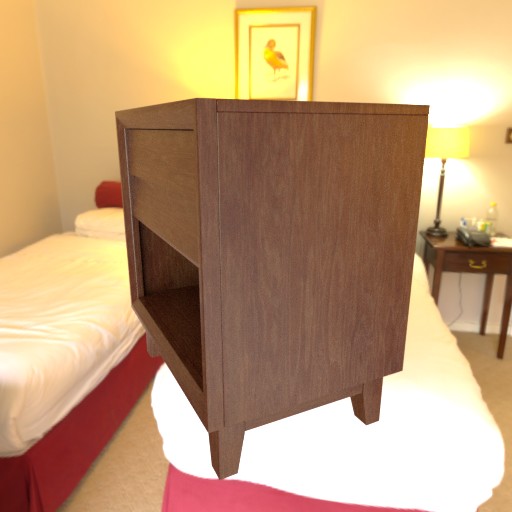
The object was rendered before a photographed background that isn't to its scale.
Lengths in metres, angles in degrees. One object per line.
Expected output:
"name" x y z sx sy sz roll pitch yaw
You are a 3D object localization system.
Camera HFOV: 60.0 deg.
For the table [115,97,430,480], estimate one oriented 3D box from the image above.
"table" 0.000 0.000 0.967 0.449 0.609 0.557 -8 18 -26
